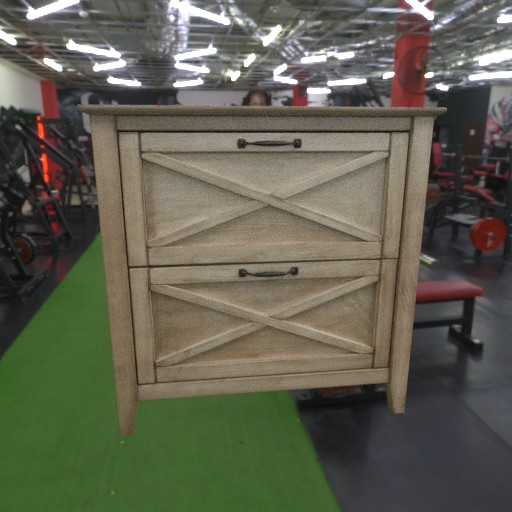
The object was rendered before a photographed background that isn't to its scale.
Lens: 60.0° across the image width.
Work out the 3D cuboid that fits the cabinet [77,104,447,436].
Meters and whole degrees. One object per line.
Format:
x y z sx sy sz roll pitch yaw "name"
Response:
0.000 0.000 1.232 0.763 0.762 0.503 -2 15 -7 "cabinet"
